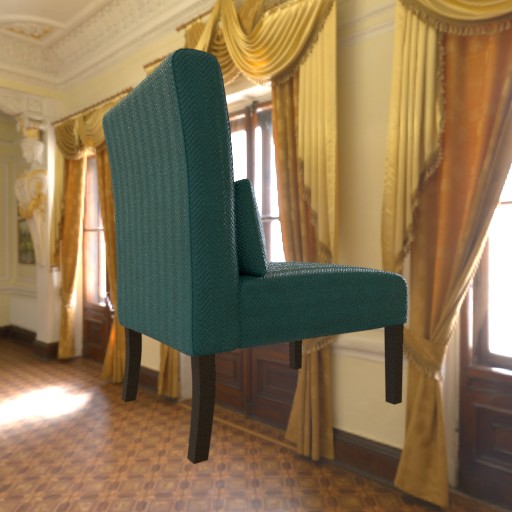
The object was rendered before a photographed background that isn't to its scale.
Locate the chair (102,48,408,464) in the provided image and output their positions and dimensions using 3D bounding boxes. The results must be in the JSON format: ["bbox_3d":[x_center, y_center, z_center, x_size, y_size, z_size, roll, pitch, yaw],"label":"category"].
[{"bbox_3d":[0.000,0.000,1.401,0.808,0.927,0.579,0,1,-34],"label":"chair"}]
